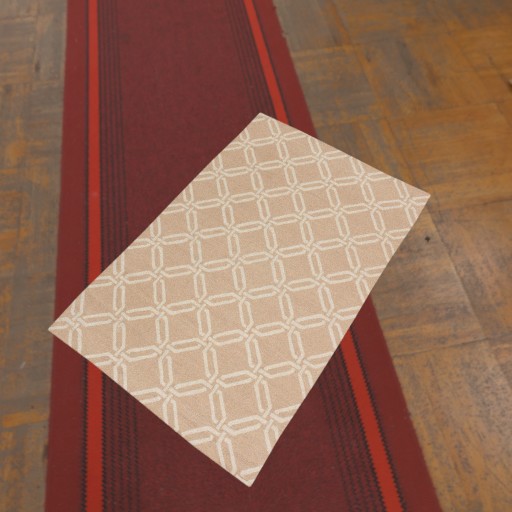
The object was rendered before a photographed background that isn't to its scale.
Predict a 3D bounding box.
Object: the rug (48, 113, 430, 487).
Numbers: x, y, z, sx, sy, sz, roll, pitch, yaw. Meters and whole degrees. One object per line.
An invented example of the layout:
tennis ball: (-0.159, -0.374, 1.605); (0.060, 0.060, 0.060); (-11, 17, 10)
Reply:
rug: (0.000, 0.000, 2.233); (1.146, 0.010, 1.745); (31, 64, 17)
